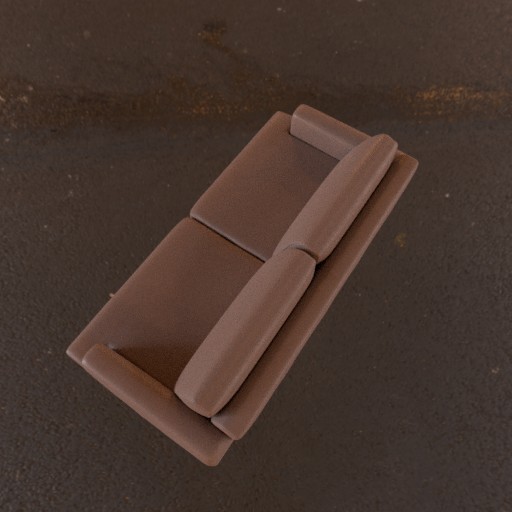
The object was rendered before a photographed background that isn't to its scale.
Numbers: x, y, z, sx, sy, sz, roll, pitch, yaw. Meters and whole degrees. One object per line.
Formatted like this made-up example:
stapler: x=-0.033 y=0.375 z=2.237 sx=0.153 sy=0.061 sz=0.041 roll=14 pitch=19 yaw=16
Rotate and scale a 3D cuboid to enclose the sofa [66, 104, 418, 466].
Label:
sofa: x=0.000 y=0.000 z=2.390 sx=0.974 sy=0.765 sz=1.940 roll=32 pitch=68 yaw=15
